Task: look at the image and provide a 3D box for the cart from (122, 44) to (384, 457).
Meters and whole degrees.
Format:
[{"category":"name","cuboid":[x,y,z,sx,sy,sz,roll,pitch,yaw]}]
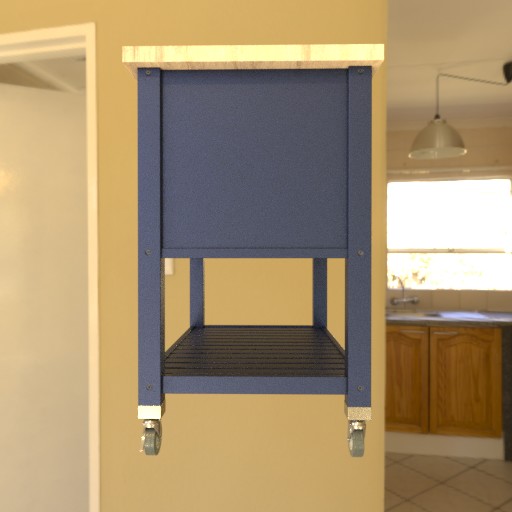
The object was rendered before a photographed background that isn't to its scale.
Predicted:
[{"category":"cart","cuboid":[0.000,0.000,1.362,0.567,0.920,0.797,0,0,1]}]
